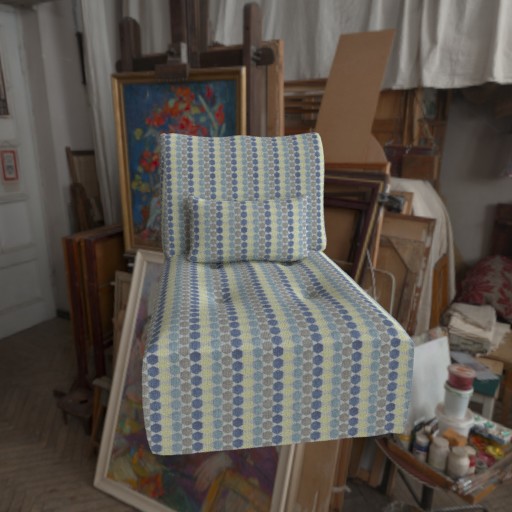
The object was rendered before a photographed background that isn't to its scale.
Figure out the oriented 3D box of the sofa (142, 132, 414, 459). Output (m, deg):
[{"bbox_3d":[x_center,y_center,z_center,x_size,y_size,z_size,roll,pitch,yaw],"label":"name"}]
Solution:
[{"bbox_3d":[0.000,0.000,1.543,0.700,0.820,1.000,-2,16,-8],"label":"sofa"}]
